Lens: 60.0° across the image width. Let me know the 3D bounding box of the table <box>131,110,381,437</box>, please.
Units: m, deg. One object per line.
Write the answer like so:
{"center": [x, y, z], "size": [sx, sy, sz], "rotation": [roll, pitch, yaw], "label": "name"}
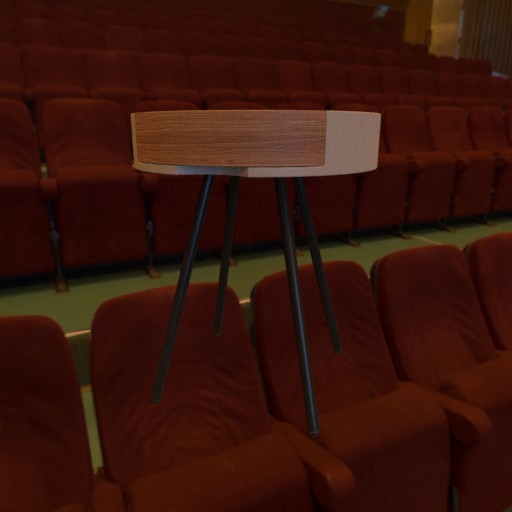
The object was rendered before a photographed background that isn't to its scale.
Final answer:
{"center": [0.000, 0.000, 0.865], "size": [0.450, 0.525, 0.450], "rotation": [0, 16, 0], "label": "table"}
